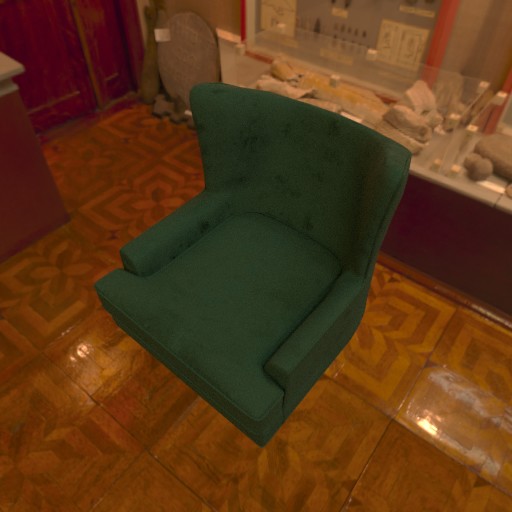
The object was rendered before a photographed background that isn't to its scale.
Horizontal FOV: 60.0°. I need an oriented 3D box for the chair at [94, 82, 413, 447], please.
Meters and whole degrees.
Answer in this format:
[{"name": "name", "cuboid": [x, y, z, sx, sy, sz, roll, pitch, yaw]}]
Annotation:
[{"name": "chair", "cuboid": [0.000, 0.000, 1.605, 0.793, 0.952, 0.910, 31, 54, 26]}]
